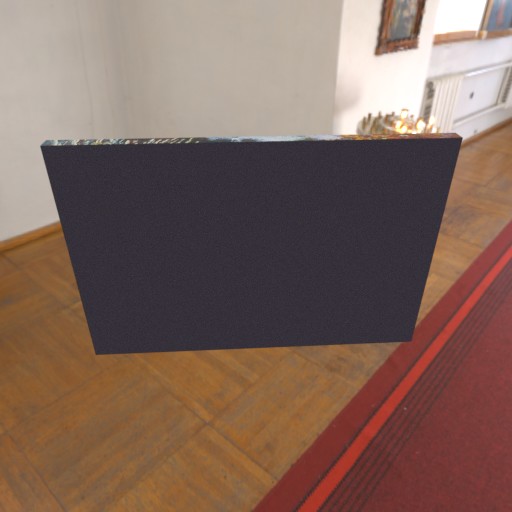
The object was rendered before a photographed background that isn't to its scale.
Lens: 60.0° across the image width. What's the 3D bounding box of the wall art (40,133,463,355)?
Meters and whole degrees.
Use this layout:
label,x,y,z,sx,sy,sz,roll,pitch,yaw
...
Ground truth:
label,x,y,z,sx,sy,sz,roll,pitch,yaw
wall art,0.000,0.000,1.128,0.908,0.604,0.037,-2,32,-3
